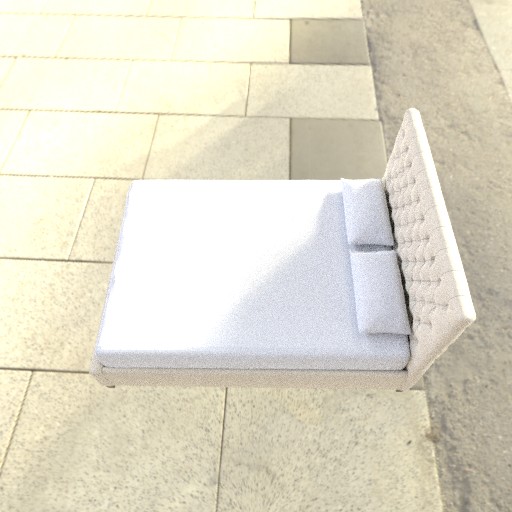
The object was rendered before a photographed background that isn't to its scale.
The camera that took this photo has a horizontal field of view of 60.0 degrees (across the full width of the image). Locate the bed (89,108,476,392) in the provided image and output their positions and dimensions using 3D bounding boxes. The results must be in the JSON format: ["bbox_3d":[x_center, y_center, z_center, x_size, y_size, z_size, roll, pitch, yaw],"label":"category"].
[{"bbox_3d":[0.000,0.000,3.370,2.387,1.427,1.698,1,57,0],"label":"bed"}]
